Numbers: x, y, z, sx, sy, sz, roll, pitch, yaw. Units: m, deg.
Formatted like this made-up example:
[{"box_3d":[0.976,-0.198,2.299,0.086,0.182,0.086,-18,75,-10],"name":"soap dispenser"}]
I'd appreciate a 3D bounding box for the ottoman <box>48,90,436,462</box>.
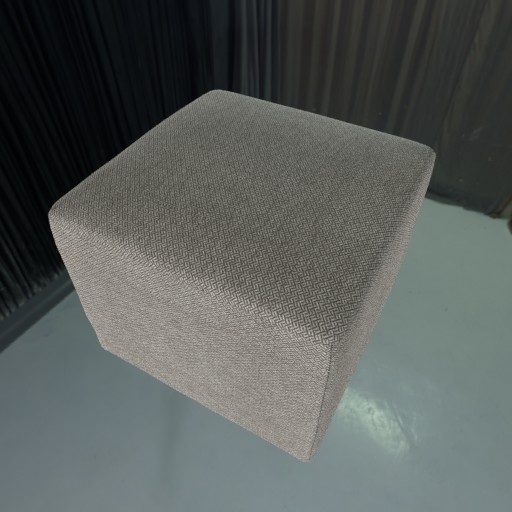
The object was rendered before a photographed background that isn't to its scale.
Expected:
[{"box_3d":[0.000,0.000,0.906,0.519,0.453,0.512,22,50,20],"name":"ottoman"}]
